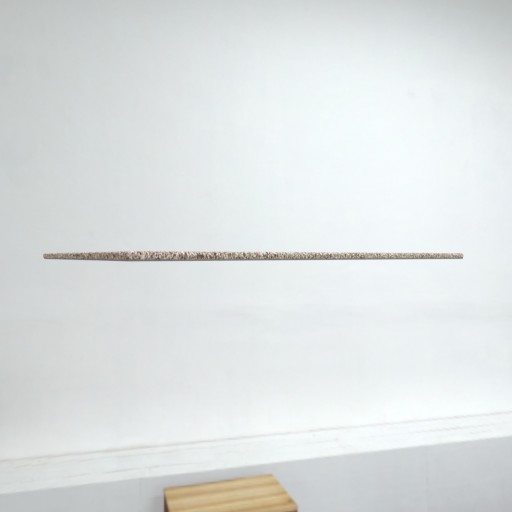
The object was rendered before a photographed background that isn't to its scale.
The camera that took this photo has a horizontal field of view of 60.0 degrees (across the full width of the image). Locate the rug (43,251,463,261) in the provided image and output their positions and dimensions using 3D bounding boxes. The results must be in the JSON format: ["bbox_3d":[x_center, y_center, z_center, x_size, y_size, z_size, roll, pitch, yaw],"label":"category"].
[{"bbox_3d":[0.000,0.000,2.261,1.778,0.030,1.219,0,0,-36],"label":"rug"}]
